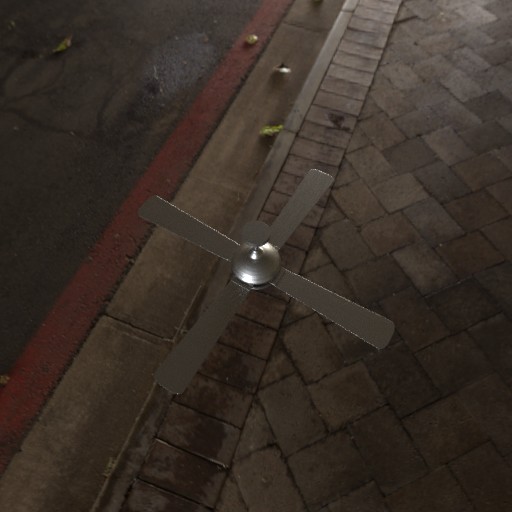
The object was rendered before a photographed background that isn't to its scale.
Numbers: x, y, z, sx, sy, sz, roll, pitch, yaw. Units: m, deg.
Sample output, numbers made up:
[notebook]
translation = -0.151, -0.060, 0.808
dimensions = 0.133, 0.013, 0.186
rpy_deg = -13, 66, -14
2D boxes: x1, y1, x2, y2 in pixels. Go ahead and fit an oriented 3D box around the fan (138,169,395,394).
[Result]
[fan]
translation = 0.000, 0.000, 2.047
dimensions = 1.321, 0.381, 1.321
rpy_deg = -33, 63, -19
